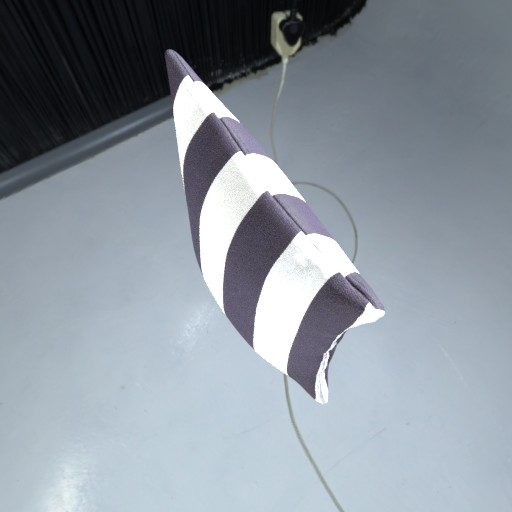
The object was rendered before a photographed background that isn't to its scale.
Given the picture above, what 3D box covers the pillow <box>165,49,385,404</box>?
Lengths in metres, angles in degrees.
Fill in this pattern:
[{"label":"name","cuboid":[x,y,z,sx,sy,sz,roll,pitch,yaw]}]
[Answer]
[{"label":"pillow","cuboid":[0.000,0.000,0.819,0.189,0.526,0.536,-30,67,-14]}]
